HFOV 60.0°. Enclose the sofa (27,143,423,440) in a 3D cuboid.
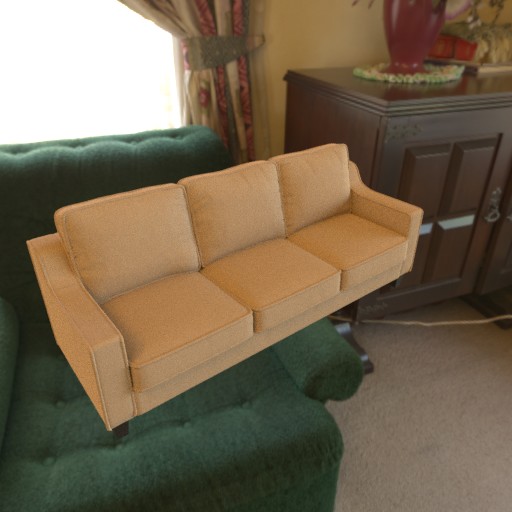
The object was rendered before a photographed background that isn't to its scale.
[{"bbox_3d":[0.000,0.000,2.517,2.131,0.902,0.791,-21,35,-32],"label":"sofa"}]
